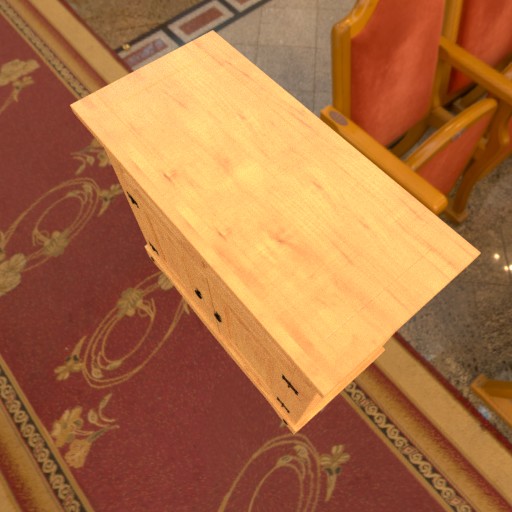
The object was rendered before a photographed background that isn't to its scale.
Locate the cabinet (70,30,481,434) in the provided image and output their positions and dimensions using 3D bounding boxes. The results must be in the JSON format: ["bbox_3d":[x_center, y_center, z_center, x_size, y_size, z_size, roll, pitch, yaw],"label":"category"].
[{"bbox_3d":[0.000,0.000,1.389,0.450,0.840,0.920,-36,68,-17],"label":"cabinet"}]
